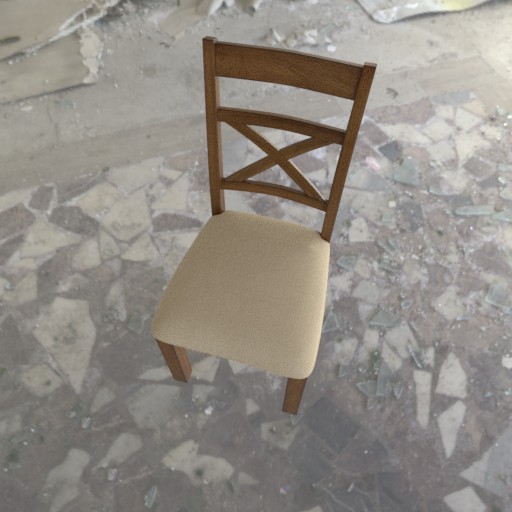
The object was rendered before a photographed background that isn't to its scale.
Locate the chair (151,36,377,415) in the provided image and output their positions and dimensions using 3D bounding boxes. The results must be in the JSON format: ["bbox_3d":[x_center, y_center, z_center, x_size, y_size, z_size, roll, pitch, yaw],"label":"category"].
[{"bbox_3d":[0.000,0.000,1.267,0.461,0.949,0.581,14,57,9],"label":"chair"}]
